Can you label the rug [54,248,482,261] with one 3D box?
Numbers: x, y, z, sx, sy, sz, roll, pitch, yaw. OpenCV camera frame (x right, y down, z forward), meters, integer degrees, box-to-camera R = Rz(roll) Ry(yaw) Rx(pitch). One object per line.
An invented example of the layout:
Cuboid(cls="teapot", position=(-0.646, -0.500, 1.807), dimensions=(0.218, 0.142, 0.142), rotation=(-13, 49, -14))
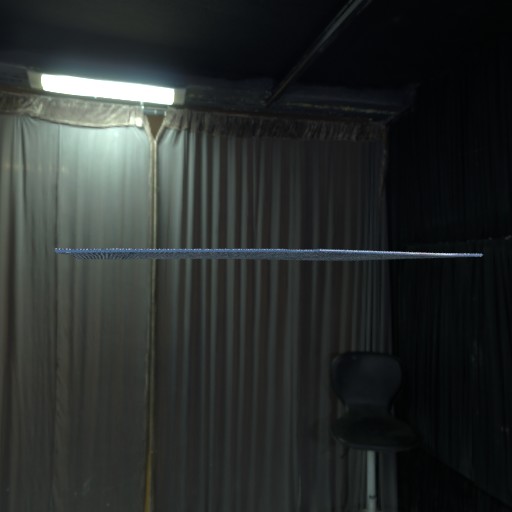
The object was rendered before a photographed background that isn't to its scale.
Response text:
Cuboid(cls="rug", position=(0.000, 0.000, 2.273), dimensions=(1.793, 0.025, 1.159), rotation=(1, -2, -18))
